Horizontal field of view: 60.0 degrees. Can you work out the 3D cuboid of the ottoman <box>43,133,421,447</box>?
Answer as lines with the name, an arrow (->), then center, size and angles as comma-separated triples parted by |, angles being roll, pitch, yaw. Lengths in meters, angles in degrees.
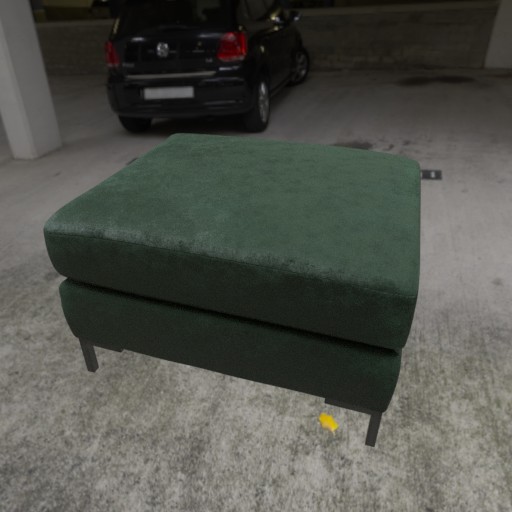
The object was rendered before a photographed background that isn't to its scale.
ottoman -> 0.000, 0.000, 1.280 | 0.839, 0.538, 0.701 | 10, 34, 15
